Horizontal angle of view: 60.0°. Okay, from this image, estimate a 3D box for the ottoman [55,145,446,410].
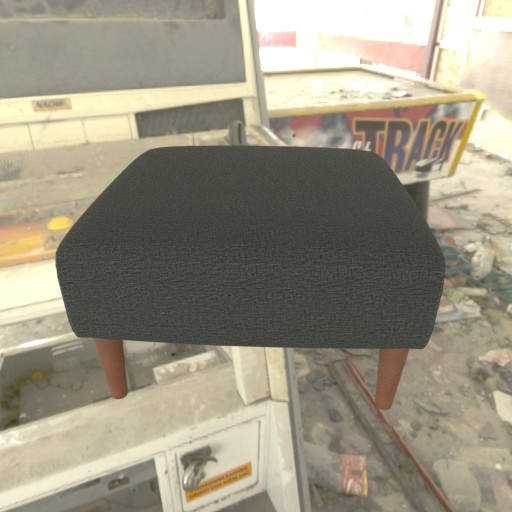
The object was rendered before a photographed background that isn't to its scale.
[{"bbox_3d":[0.000,0.000,1.053,0.650,0.398,0.649,1,30,3],"label":"ottoman"}]
